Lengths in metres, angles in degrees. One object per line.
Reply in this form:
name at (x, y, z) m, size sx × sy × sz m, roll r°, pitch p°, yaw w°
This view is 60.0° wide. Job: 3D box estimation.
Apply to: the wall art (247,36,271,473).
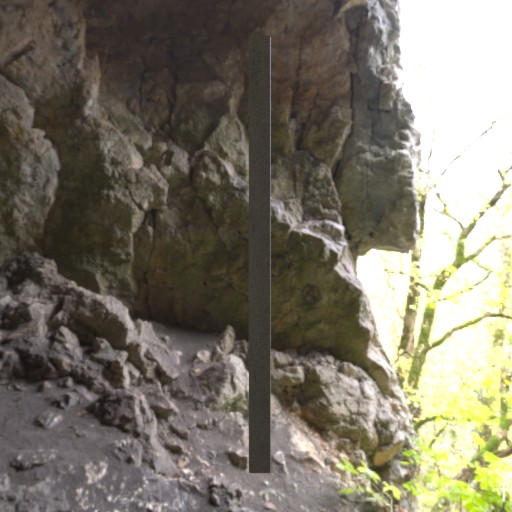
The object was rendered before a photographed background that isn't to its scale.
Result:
wall art at (0.000, 0.000, 1.151) m, size 0.041 × 0.762 × 0.762 m, roll 0°, pitch -1°, yaw -1°
